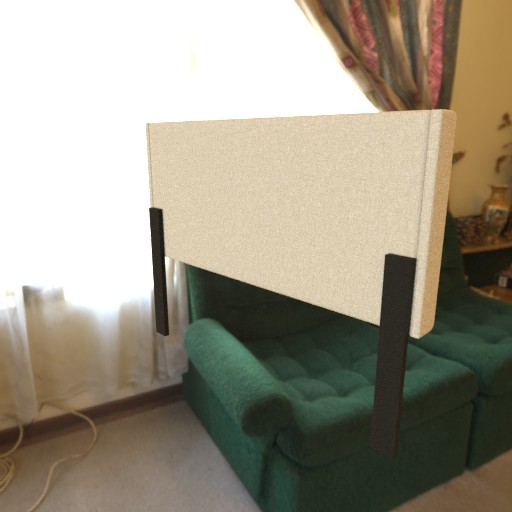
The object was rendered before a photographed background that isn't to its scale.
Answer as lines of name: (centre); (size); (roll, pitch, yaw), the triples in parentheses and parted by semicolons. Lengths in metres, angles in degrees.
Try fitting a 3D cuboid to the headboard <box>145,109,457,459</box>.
headboard: (0.000, 0.000, 2.563); (0.184, 1.524, 2.051); (-14, 21, -43)
